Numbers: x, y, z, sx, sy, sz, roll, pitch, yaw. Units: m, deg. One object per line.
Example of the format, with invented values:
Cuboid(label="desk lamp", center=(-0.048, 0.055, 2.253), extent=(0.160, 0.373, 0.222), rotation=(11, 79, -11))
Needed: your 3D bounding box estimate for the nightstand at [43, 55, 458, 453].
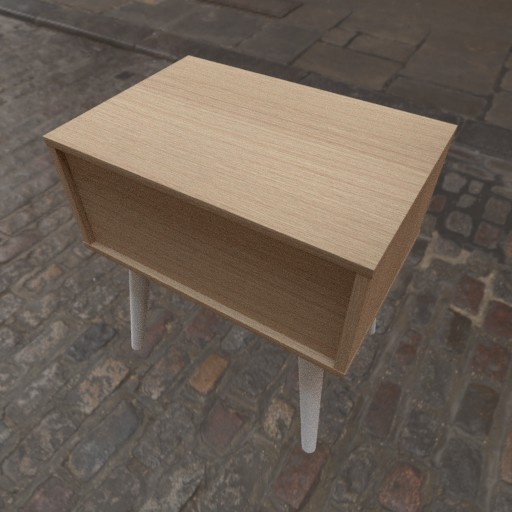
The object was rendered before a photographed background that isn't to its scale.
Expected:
Cuboid(label="nightstand", center=(0.000, 0.000, 0.960), extent=(0.571, 0.610, 0.407), rotation=(24, 50, 21))
